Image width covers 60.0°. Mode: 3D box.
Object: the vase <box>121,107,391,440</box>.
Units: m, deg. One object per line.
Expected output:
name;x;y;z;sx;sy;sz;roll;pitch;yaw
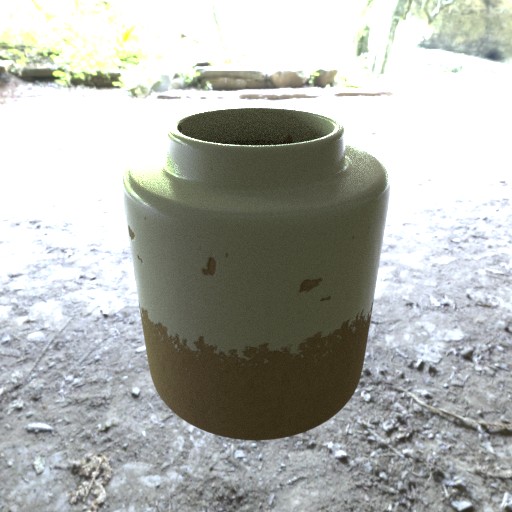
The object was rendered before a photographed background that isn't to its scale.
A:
vase;0.000;0.000;0.285;0.153;0.167;0.153;0;29;0
